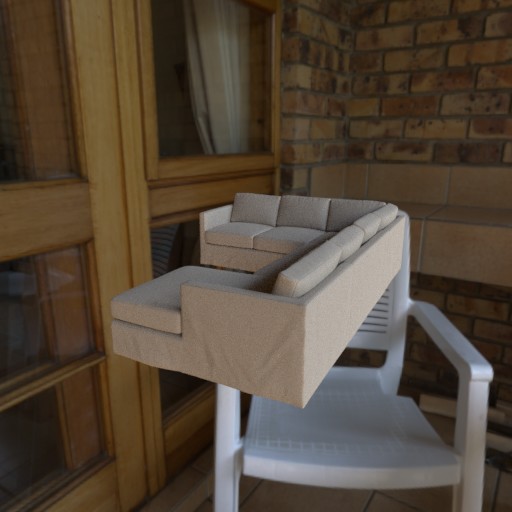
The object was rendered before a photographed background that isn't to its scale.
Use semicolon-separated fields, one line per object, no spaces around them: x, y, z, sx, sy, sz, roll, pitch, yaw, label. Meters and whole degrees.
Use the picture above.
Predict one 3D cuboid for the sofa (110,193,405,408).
0.000;0.000;4.643;2.427;0.882;3.460;8;17;26;sofa
